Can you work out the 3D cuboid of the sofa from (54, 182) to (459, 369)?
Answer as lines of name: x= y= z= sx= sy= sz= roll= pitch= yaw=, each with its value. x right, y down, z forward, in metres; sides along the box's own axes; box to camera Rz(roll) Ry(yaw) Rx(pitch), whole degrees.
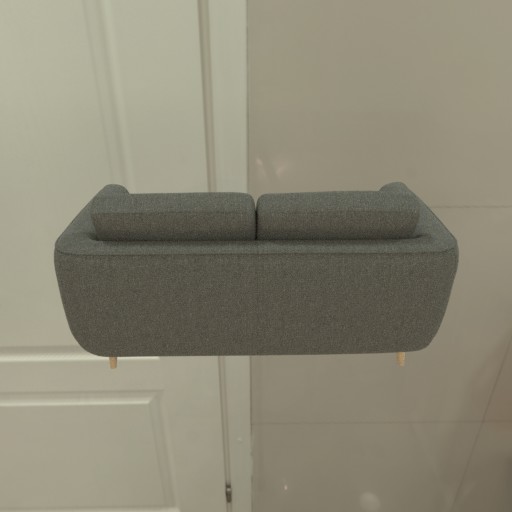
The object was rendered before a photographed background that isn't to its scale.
sofa: x=0.000 y=0.000 z=2.207 sx=1.700 sy=0.870 sz=0.920 roll=0 pitch=29 yaw=-1
